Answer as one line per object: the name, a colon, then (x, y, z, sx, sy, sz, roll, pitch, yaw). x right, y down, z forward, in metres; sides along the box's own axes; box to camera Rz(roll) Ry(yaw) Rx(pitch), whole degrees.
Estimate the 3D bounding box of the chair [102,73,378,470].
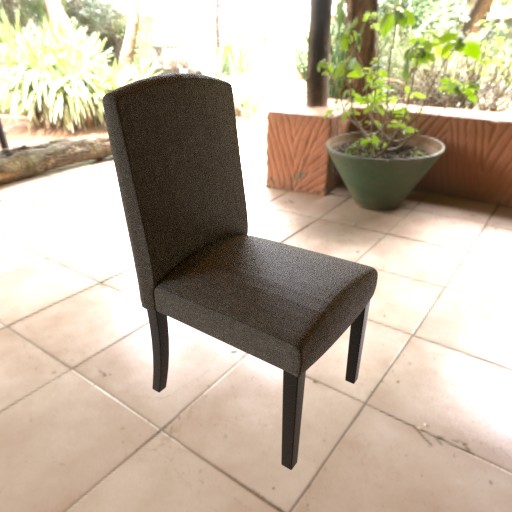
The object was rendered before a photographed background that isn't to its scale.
chair: (0.000, 0.000, 1.224, 0.580, 0.917, 0.451, 17, 30, 31)
